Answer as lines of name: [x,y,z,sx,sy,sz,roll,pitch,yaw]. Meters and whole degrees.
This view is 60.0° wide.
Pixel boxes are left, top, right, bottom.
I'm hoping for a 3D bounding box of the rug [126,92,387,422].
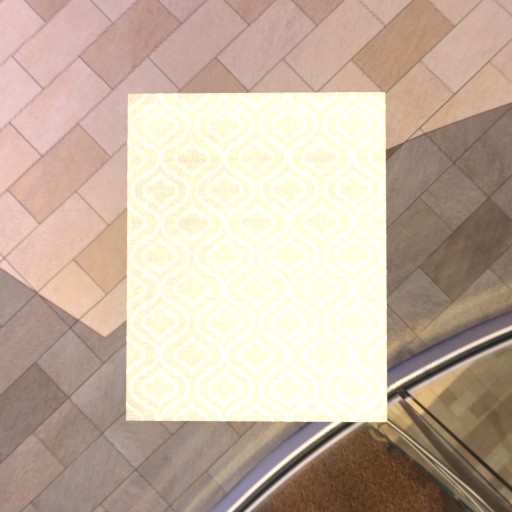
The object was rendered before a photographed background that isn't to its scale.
rug: [0.000,0.000,3.907,2.283,0.006,2.892,0,89,1]
